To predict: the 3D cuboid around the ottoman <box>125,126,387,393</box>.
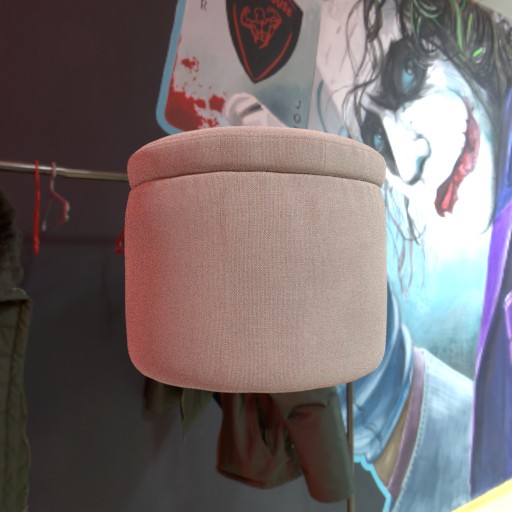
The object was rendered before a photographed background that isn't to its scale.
[{"bbox_3d":[0.000,0.000,0.876,0.497,0.409,0.497,0,0,0],"label":"ottoman"}]
